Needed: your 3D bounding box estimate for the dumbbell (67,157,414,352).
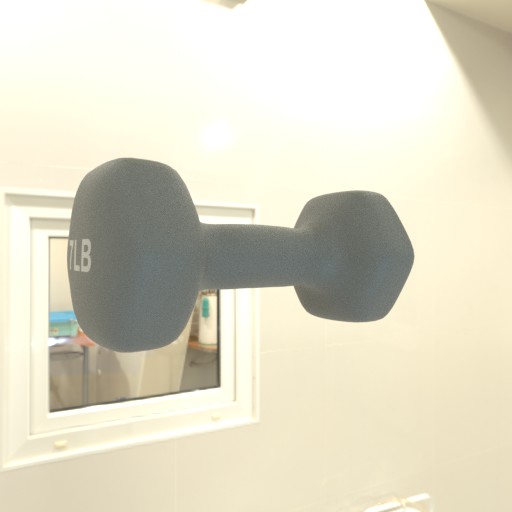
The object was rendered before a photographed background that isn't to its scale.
[{"bbox_3d":[0.000,0.000,0.239,0.184,0.081,0.090,0,-1,-36],"label":"dumbbell"}]
